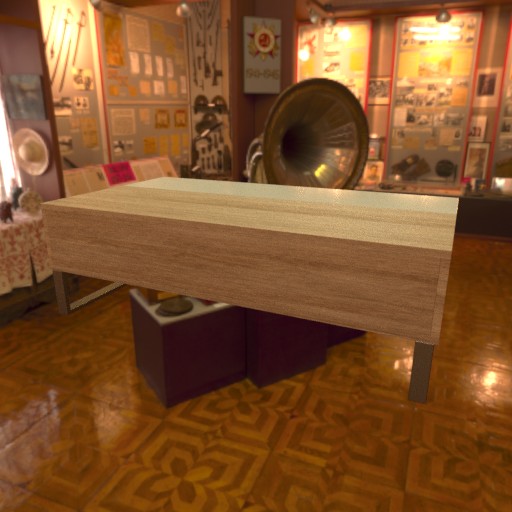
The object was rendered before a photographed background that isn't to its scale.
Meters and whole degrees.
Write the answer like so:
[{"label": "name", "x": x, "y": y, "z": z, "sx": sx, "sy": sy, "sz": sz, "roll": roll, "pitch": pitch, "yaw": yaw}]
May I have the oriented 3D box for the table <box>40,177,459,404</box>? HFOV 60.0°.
[{"label": "table", "x": 0.000, "y": 0.000, "z": 1.379, "sx": 1.100, "sy": 0.350, "sz": 0.600, "roll": 8, "pitch": 20, "yaw": 23}]
